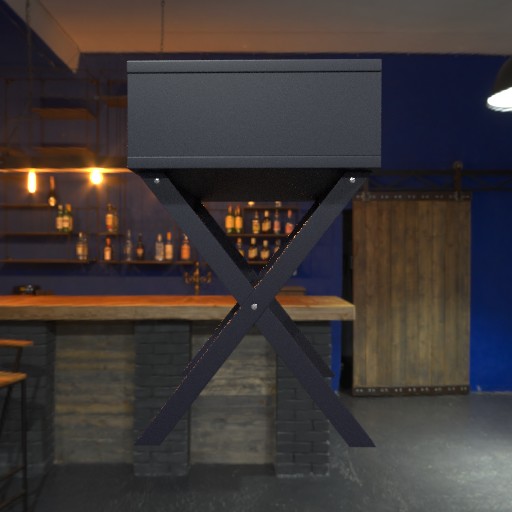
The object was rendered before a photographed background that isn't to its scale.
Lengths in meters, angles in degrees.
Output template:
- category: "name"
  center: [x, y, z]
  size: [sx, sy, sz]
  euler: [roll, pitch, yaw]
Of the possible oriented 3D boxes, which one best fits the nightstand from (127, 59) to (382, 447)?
- category: "nightstand"
  center: [0.000, 0.000, 0.940]
  size: [0.402, 0.623, 0.479]
  euler: [0, 1, 1]
